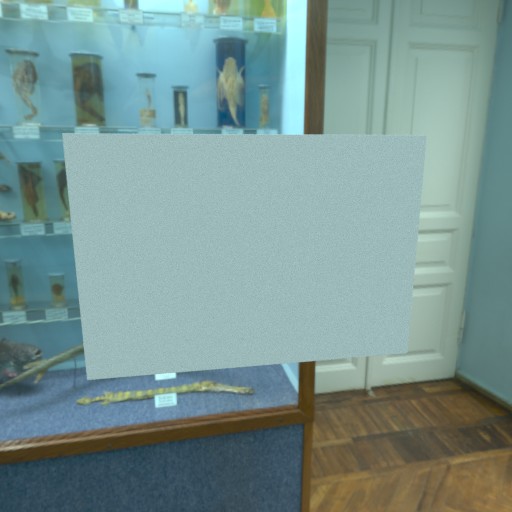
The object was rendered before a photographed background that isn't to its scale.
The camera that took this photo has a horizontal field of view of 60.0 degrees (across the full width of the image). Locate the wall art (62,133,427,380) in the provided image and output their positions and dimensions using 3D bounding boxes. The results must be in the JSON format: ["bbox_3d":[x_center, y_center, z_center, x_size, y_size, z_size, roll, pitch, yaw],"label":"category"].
[{"bbox_3d":[0.000,0.000,1.705,1.308,0.902,0.051,-2,14,-10],"label":"wall art"}]
